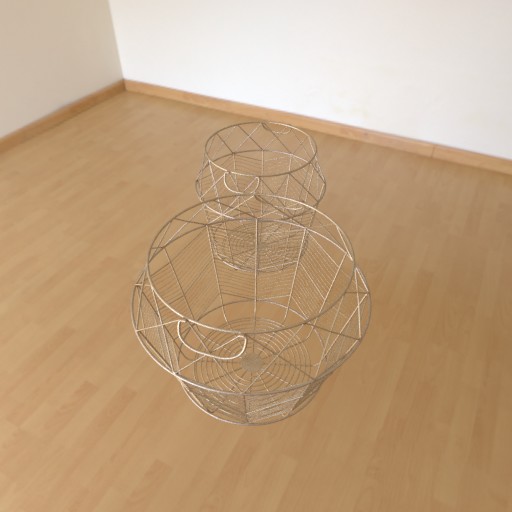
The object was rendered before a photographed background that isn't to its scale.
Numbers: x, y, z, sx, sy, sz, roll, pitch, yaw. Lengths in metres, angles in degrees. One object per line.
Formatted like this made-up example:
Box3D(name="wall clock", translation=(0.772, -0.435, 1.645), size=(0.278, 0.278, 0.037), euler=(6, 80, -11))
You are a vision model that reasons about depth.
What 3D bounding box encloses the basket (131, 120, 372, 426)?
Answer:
Box3D(name="basket", translation=(0.000, 0.000, 1.028), size=(0.451, 0.343, 0.805), euler=(2, 42, 2))
